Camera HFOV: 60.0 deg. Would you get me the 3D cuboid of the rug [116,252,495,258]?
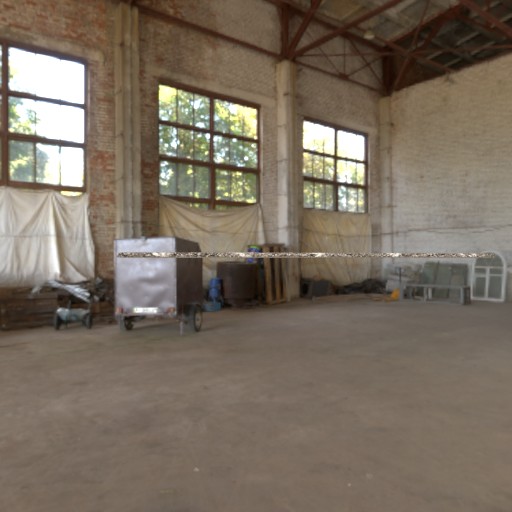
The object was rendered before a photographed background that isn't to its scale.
[{"bbox_3d":[0.000,0.000,4.062,2.438,0.029,3.047,0,0,-18],"label":"rug"}]
